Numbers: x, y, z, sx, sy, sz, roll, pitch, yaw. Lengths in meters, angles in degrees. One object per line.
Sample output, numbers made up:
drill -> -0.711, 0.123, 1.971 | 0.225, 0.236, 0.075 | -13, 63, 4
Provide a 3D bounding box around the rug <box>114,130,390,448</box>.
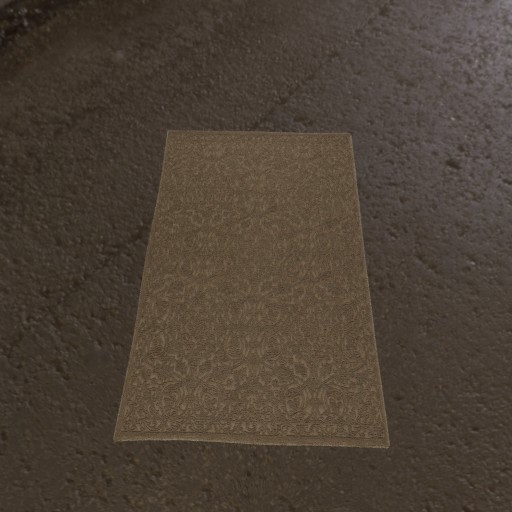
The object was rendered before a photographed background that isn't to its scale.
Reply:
rug -> 0.000, 0.000, 3.073 | 1.529, 0.012, 2.435 | 1, 59, 1
